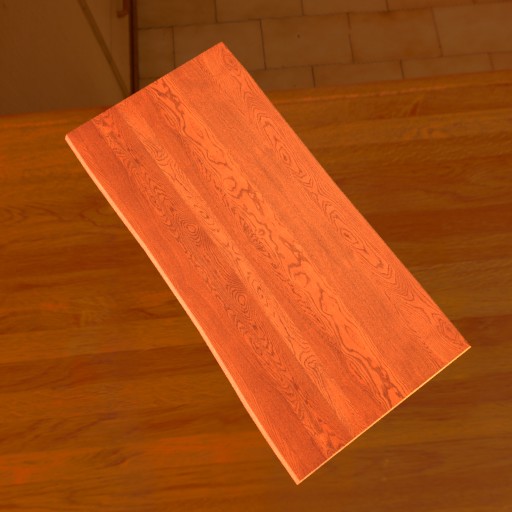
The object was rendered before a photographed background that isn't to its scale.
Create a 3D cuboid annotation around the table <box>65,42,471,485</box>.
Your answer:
[{"bbox_3d":[0.000,0.000,2.278,0.900,0.770,1.800,-35,78,-8],"label":"table"}]
